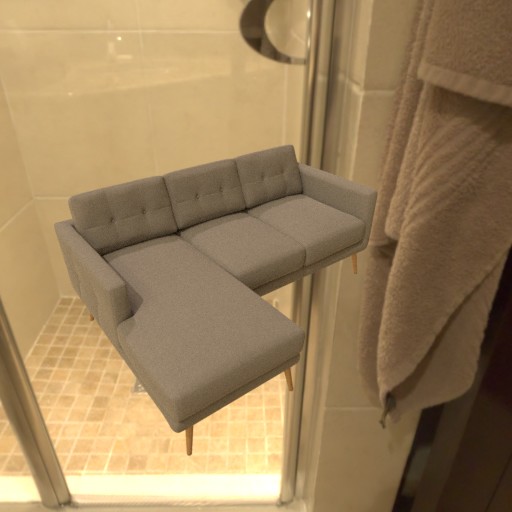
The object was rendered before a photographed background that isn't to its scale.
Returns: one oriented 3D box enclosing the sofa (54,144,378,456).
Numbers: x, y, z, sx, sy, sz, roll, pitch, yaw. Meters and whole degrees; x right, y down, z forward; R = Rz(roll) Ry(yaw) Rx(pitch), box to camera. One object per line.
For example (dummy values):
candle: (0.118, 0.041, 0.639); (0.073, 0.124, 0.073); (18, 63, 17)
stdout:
sofa: (0.000, 0.000, 2.850); (2.040, 0.860, 1.530); (-21, 37, -32)
